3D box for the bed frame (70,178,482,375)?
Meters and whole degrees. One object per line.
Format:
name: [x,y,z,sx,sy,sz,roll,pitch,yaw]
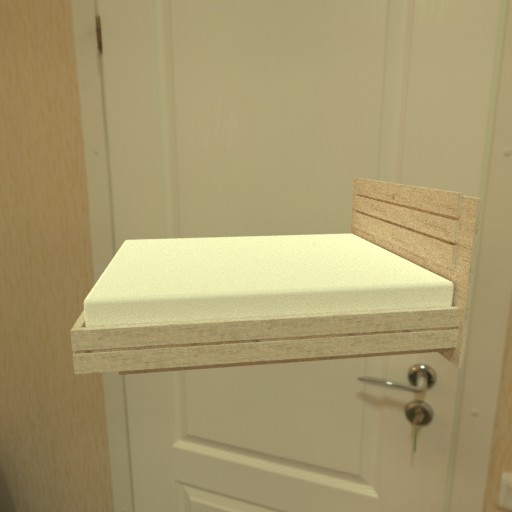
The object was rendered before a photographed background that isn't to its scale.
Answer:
bed frame: [0.000,0.000,3.073,2.080,0.970,1.750,-2,13,-9]
